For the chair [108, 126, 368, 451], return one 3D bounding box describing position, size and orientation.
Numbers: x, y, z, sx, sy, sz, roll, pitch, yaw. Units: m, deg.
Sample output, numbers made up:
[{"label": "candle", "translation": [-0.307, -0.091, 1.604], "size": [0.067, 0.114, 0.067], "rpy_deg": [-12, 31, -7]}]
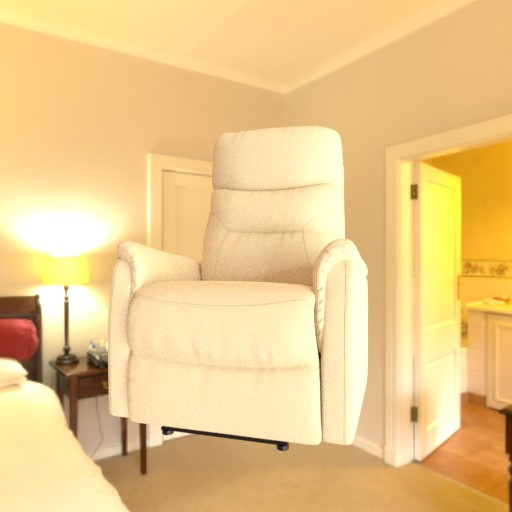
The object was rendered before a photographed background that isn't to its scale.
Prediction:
[{"label": "chair", "translation": [0.000, 0.000, 1.632], "size": [0.775, 1.082, 0.831], "rpy_deg": [0, 0, 17]}]
